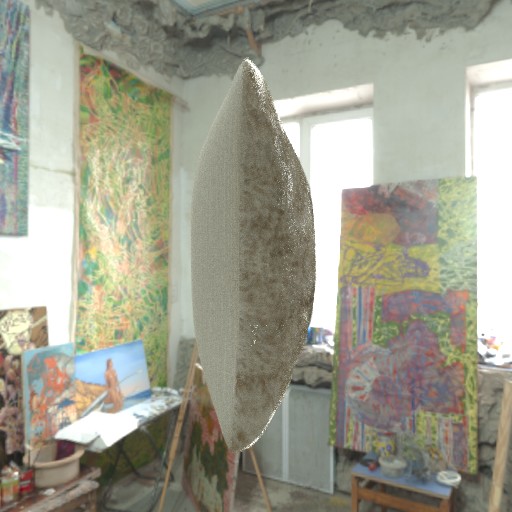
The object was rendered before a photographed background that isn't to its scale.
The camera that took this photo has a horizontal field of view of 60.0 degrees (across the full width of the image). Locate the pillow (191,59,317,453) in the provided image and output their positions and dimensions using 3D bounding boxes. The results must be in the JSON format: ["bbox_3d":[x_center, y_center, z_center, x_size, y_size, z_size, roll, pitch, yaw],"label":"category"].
[{"bbox_3d":[0.000,0.000,0.831,0.216,0.525,0.538,0,0,-1],"label":"pillow"}]
